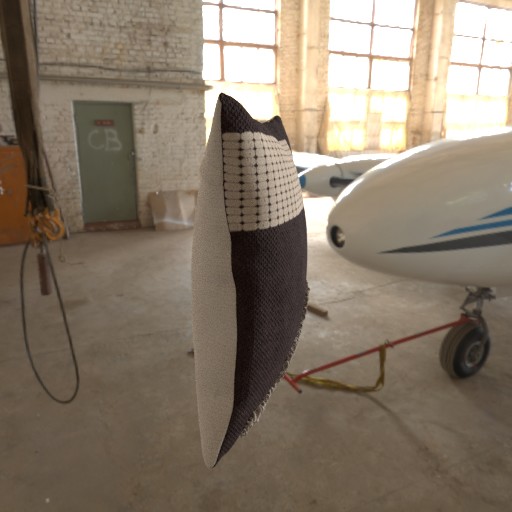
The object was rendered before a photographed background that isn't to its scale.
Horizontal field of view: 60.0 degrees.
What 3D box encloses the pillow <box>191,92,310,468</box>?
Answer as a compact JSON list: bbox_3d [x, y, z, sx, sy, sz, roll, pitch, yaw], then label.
[{"bbox_3d":[0.000,0.000,0.737,0.178,0.473,0.475,3,16,11],"label":"pillow"}]
